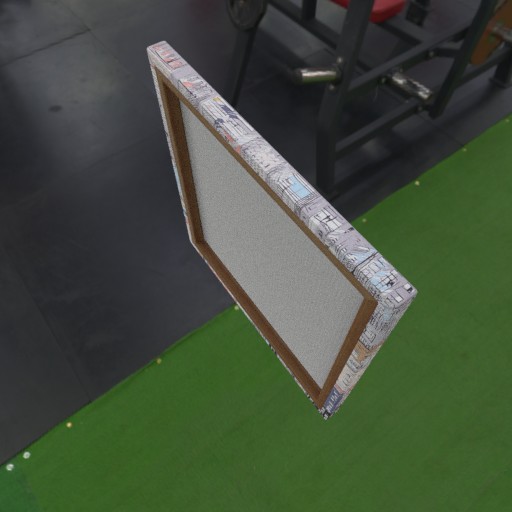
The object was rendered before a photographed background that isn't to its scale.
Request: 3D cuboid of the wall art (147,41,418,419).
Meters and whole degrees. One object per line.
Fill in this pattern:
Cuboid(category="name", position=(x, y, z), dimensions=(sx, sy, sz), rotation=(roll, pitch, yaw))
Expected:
Cuboid(category="wall art", position=(0.000, 0.000, 1.127), dimensions=(0.048, 0.762, 0.761), rotation=(-31, 63, -18))
